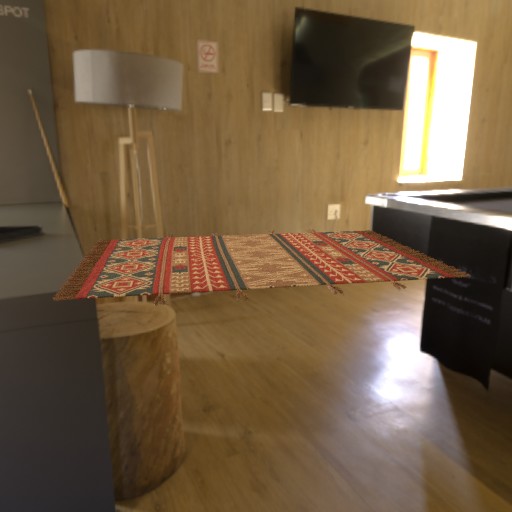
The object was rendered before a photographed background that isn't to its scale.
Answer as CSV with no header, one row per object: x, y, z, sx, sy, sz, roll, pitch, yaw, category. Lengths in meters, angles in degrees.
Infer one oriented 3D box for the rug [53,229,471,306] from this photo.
0.000,0.000,2.657,2.025,0.040,1.469,-3,15,-10,rug
